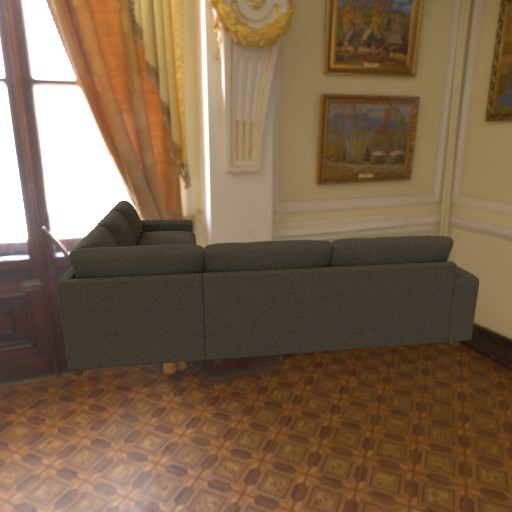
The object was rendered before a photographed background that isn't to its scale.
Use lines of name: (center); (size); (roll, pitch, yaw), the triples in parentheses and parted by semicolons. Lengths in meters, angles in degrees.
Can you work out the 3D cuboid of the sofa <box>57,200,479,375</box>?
sofa: (0.000, 0.000, 4.798); (3.277, 0.965, 2.895); (-2, 16, -9)
